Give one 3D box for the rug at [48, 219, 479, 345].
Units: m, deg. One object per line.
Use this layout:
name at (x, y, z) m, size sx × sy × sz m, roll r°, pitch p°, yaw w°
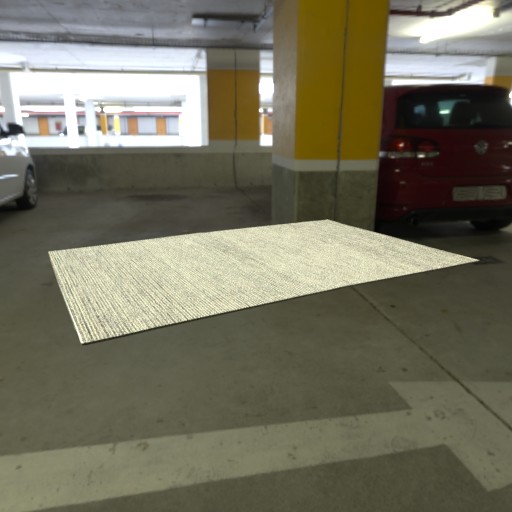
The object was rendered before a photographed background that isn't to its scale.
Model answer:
rug at (0.000, 0.000, 2.178) m, size 1.789 × 0.021 × 1.159 m, roll -8°, pitch 18°, yaw -27°
